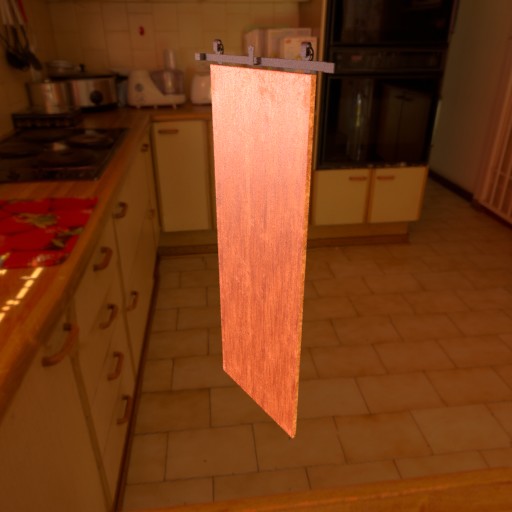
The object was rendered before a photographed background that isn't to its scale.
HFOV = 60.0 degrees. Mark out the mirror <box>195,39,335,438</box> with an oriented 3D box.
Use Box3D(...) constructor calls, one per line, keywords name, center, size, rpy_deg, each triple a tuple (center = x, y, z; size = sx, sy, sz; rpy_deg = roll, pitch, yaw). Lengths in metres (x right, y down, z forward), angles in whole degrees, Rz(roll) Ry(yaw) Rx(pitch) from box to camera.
Box3D(name="mirror", center=(0.000, 0.000, 2.049), size=(0.042, 1.793, 0.847), rpy_deg=(-19, 33, -32))
